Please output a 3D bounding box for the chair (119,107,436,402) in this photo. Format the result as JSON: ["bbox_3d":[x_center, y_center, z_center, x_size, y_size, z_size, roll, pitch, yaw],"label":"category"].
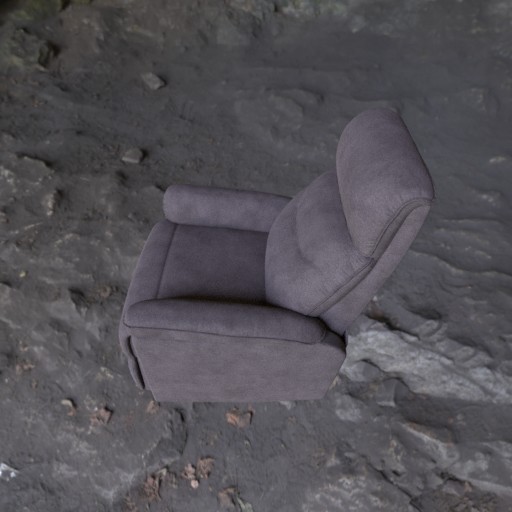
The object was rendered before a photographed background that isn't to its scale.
[{"bbox_3d":[0.000,0.000,1.719,1.009,1.036,0.830,1,41,1],"label":"chair"}]
